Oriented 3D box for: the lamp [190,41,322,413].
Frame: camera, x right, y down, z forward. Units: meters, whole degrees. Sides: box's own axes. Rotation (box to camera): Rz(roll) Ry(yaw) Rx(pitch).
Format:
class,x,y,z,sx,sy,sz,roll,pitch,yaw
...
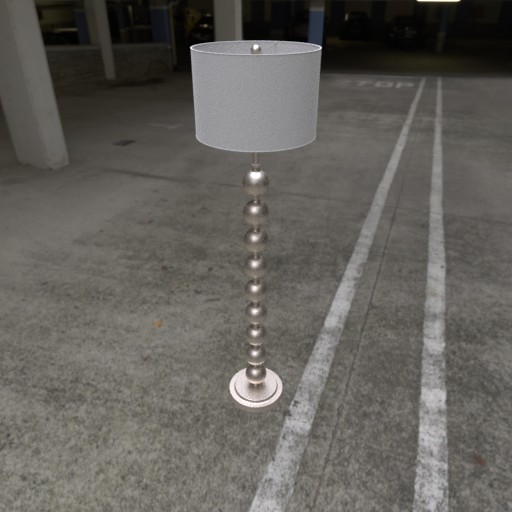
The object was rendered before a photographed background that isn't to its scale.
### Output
class,x,y,z,sx,sy,sz,roll,pitch,yaw
lamp,0.000,0.000,1.704,0.394,1.474,0.394,11,32,17
